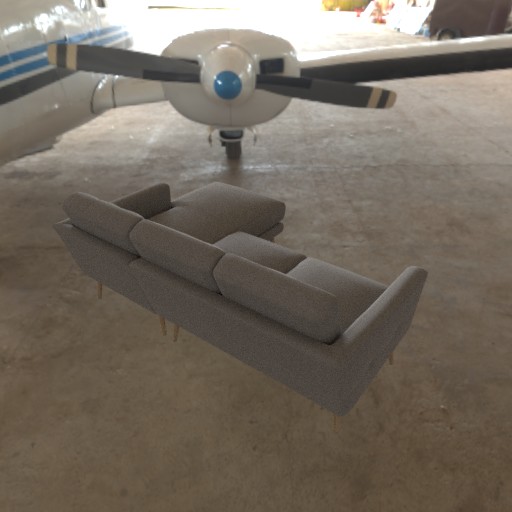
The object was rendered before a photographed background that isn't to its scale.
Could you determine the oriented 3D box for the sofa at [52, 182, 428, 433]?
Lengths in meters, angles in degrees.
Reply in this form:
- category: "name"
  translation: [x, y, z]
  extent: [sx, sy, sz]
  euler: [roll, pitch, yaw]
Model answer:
- category: "sofa"
  translation: [0.000, 0.000, 2.823]
  extent: [2.040, 0.860, 1.530]
  euler: [21, 37, 31]
